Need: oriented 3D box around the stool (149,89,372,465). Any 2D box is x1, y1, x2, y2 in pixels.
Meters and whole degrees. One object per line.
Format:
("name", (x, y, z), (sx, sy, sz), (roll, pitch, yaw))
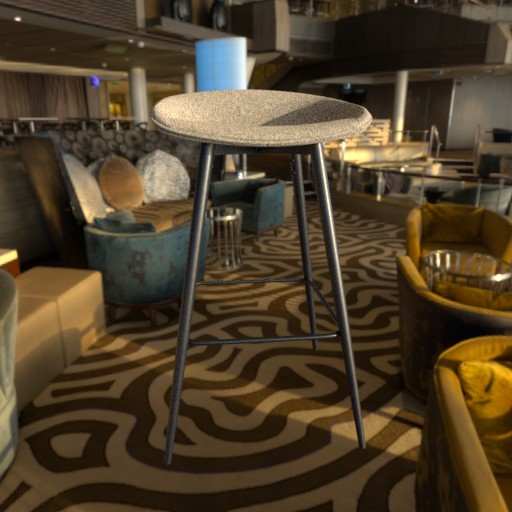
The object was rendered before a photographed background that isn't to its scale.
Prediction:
("stool", (0.000, 0.000, 1.122), (0.469, 0.814, 0.480), (-2, 17, -6))
